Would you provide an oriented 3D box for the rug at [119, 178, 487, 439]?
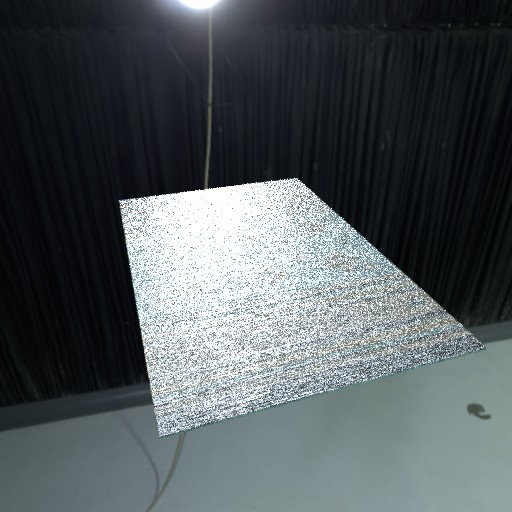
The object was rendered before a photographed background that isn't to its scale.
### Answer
[{"bbox_3d":[0.000,0.000,2.220,1.212,0.010,1.811,-10,33,-16],"label":"rug"}]
